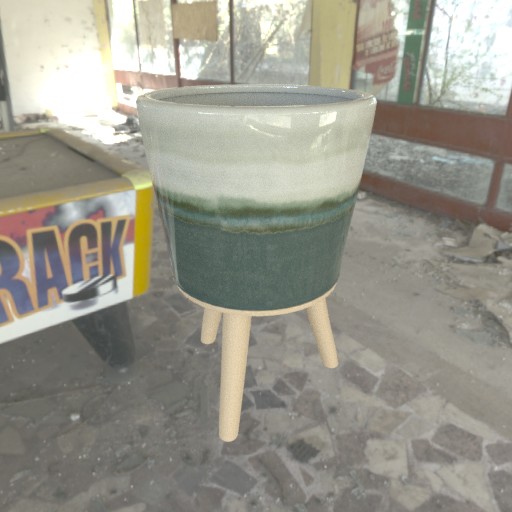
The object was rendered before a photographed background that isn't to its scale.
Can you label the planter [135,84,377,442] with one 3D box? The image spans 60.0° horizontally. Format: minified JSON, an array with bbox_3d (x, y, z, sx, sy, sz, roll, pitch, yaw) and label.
[{"bbox_3d":[0.000,0.000,0.478,0.217,0.331,0.217,0,25,0],"label":"planter"}]
